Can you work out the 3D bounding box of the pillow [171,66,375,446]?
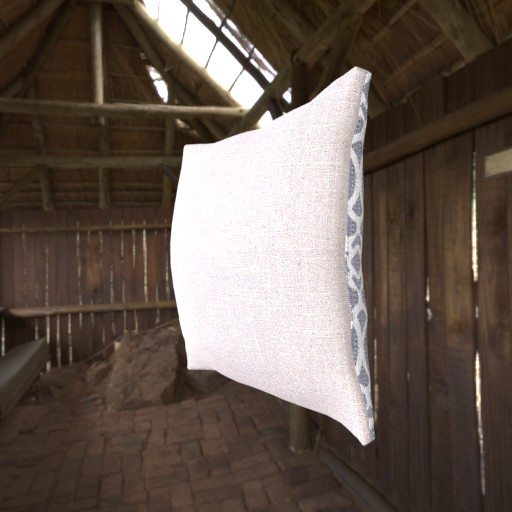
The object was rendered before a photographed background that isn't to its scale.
[{"bbox_3d":[0.000,0.000,0.782,0.215,0.498,0.508,1,-1,-36],"label":"pillow"}]
